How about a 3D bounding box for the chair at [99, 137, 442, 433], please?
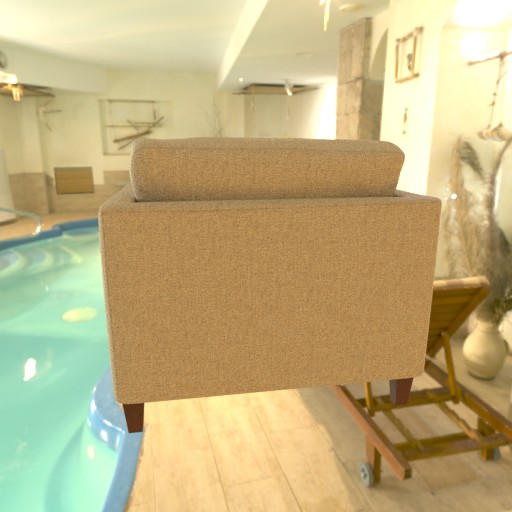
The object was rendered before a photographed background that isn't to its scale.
[{"bbox_3d":[0.000,0.000,1.863,1.107,0.961,0.959,-2,15,-9],"label":"chair"}]
